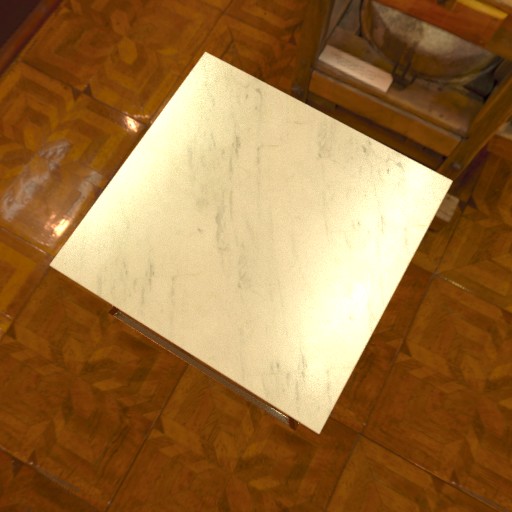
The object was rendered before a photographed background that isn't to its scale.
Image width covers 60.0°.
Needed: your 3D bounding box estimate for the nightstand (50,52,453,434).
[{"bbox_3d":[0.000,0.000,0.883,0.513,0.426,0.514,30,78,7],"label":"nightstand"}]
